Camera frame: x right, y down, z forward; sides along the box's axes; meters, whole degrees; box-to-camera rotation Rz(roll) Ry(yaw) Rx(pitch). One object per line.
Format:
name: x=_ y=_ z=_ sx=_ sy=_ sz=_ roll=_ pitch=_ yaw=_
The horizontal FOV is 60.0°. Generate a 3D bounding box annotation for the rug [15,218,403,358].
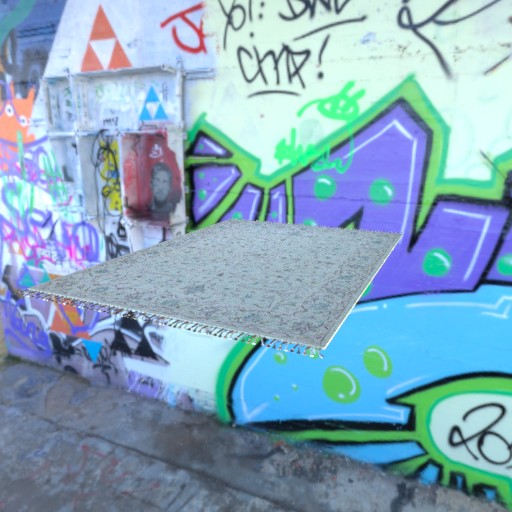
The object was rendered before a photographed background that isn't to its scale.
rug: x=0.000 y=0.000 z=2.248 sx=1.247 sy=0.008 sz=1.802 roll=7 pitch=17 yaw=24
